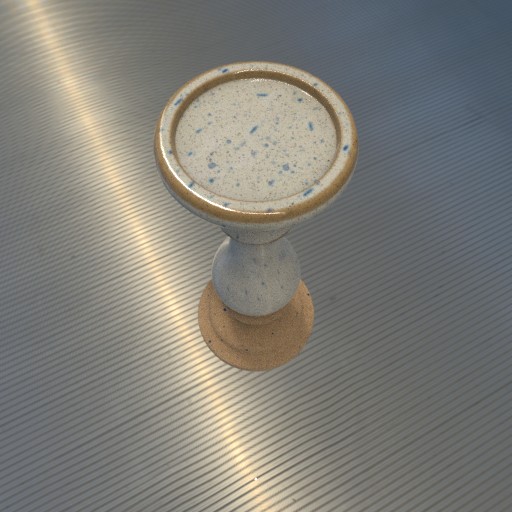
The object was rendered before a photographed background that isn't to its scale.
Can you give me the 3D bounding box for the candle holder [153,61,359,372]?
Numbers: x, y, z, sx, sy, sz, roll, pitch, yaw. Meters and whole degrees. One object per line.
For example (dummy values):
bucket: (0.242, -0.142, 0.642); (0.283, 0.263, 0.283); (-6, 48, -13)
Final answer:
candle holder: (0.000, 0.000, 0.251); (0.088, 0.203, 0.088); (0, 63, 0)
